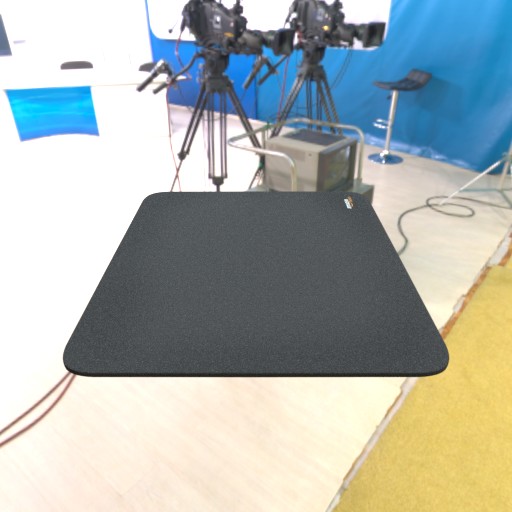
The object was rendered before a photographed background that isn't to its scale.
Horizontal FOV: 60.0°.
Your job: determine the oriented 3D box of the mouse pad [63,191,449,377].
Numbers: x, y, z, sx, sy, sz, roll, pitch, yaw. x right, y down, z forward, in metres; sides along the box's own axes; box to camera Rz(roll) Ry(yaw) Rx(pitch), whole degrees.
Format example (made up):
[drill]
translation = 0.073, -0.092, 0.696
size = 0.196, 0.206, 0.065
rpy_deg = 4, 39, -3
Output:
[mouse pad]
translation = 0.000, 0.000, 0.317
size = 0.203, 0.003, 0.229
rpy_deg = 0, 31, 0
